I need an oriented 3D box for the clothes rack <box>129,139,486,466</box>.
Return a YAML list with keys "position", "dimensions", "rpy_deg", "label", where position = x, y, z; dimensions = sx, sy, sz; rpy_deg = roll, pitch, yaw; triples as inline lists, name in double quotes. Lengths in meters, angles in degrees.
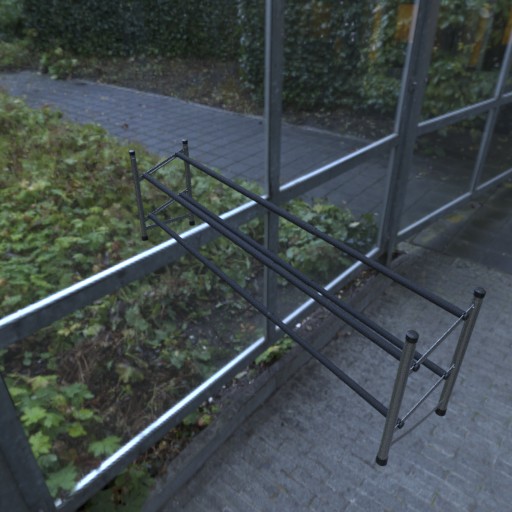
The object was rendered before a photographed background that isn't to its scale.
- position: [0.000, 0.000, 1.265]
  dimensions: [0.229, 0.349, 1.168]
  rpy_deg: [-21, 38, -30]
  label: "clothes rack"
